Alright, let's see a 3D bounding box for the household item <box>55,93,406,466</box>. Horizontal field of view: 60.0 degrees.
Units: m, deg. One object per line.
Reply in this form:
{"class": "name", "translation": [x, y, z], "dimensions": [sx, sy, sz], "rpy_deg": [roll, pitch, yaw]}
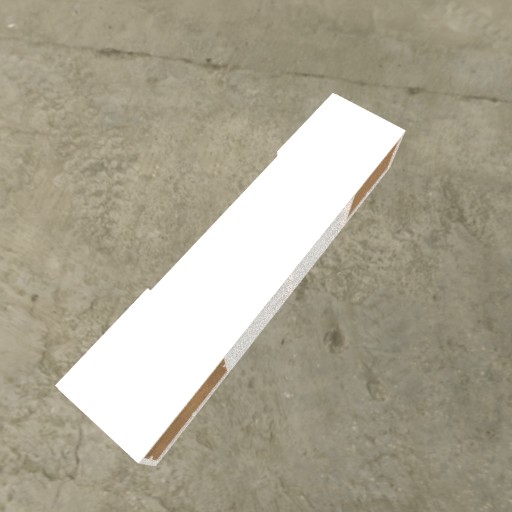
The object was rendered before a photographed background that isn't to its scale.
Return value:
{"class": "household item", "translation": [0.000, 0.000, 2.020], "dimensions": [0.420, 0.310, 1.850], "rpy_deg": [34, 68, 16]}
